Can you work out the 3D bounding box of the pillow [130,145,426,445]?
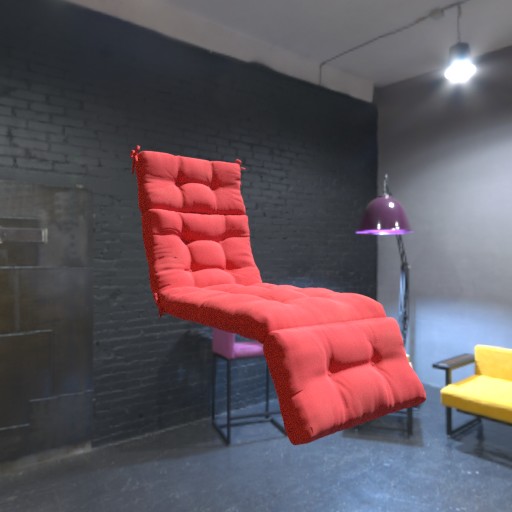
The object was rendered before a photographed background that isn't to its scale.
[{"bbox_3d":[0.000,0.000,1.514,0.526,0.863,1.016,0,0,-37],"label":"pillow"}]
